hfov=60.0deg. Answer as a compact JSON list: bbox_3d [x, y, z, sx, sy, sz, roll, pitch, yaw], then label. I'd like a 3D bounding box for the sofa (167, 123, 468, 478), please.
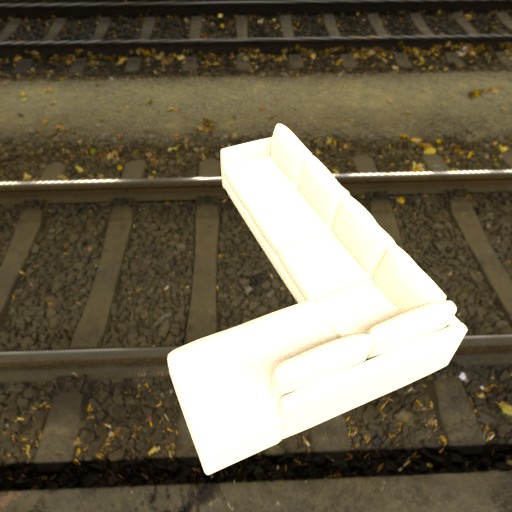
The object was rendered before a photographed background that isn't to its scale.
[{"bbox_3d":[0.000,0.000,3.892,2.007,0.815,2.949,-17,48,-16],"label":"sofa"}]
